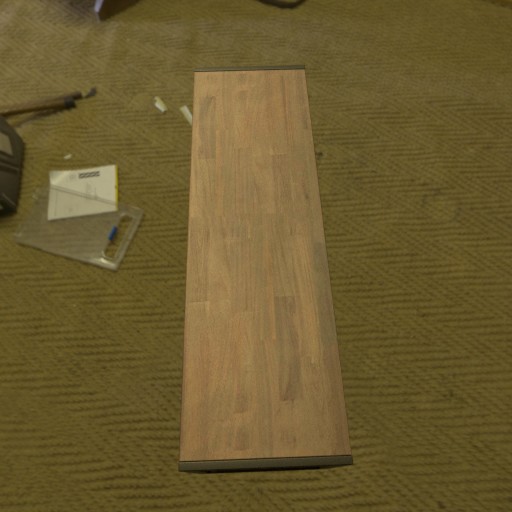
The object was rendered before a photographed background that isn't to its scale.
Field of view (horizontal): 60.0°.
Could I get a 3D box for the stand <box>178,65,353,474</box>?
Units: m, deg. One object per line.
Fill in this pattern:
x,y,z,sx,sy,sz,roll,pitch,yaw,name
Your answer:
0.000,0.000,1.699,0.454,0.506,1.480,-2,63,-1,stand
